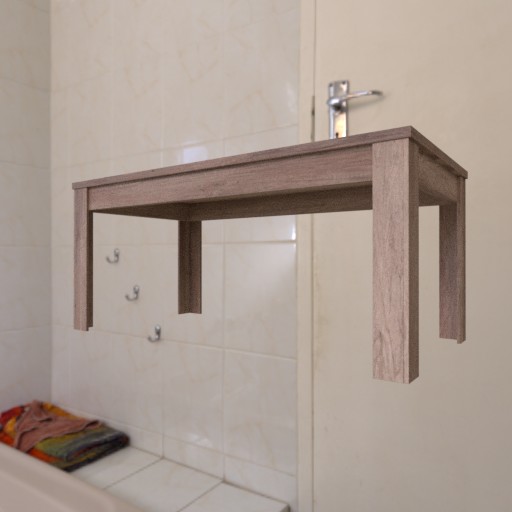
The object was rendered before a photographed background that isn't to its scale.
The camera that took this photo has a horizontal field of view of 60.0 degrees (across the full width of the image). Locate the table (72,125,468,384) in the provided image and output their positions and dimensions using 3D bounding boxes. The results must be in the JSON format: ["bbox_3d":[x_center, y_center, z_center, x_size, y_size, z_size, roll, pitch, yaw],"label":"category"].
[{"bbox_3d":[0.000,0.000,2.235,1.800,0.790,0.900,0,0,36],"label":"table"}]
